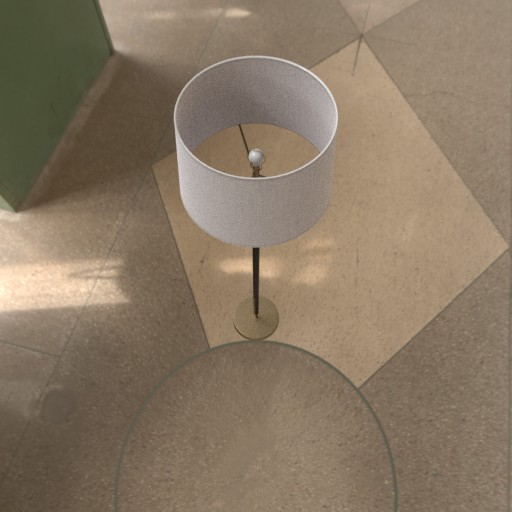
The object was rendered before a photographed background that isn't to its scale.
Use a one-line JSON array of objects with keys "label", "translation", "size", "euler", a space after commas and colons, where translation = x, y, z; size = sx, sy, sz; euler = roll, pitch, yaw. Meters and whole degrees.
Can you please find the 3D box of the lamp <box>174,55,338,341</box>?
[{"label": "lamp", "translation": [0.000, 0.000, 1.644], "size": [0.420, 1.447, 0.420], "euler": [0, 63, 0]}]
